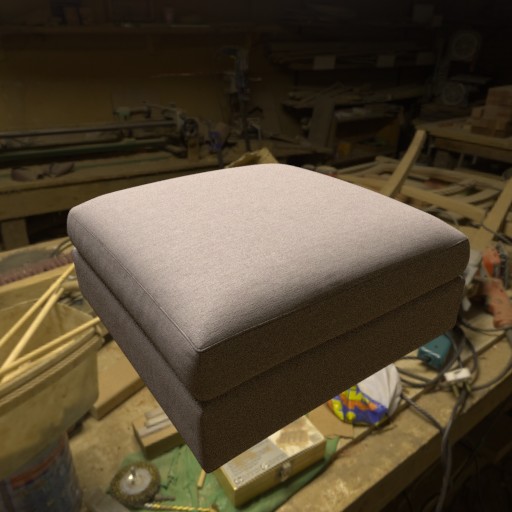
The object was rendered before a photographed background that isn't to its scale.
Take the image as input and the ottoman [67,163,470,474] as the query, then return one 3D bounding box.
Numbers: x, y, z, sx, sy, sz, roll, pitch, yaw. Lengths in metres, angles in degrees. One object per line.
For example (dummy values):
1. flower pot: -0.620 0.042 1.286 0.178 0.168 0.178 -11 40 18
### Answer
1. ottoman: 0.000 0.000 1.579 1.041 0.470 1.041 -18 32 -31
